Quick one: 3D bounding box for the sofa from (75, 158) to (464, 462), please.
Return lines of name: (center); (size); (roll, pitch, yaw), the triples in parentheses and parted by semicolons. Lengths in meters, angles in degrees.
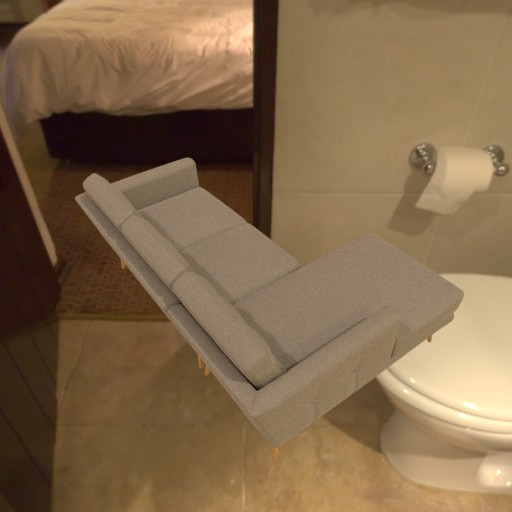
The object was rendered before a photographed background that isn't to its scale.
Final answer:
sofa: (0.000, 0.000, 2.825); (1.530, 0.860, 2.040); (-26, 47, -27)
